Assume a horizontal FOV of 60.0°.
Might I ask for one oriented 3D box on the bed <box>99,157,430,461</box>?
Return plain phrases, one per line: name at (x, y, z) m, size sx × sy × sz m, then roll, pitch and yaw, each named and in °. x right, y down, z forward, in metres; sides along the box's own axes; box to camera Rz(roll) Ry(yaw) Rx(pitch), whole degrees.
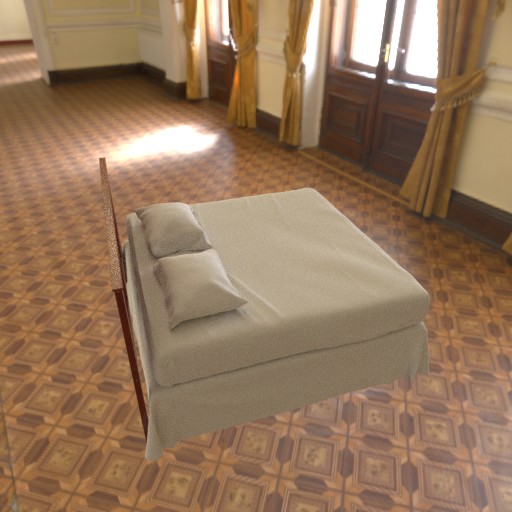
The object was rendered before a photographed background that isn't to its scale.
bed at (0.000, 0.000, 3.661) m, size 2.219 × 1.271 × 2.314 m, roll -10°, pitch 34°, yaw -16°
